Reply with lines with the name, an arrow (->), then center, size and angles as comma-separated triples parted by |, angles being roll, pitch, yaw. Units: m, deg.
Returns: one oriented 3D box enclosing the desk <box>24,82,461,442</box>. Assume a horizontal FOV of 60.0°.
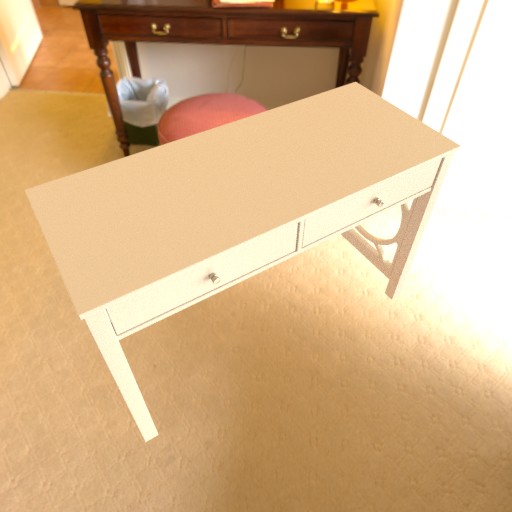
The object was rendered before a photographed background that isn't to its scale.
desk -> 0.000, 0.000, 1.569 | 1.191, 0.762, 0.504 | -25, 52, -21
